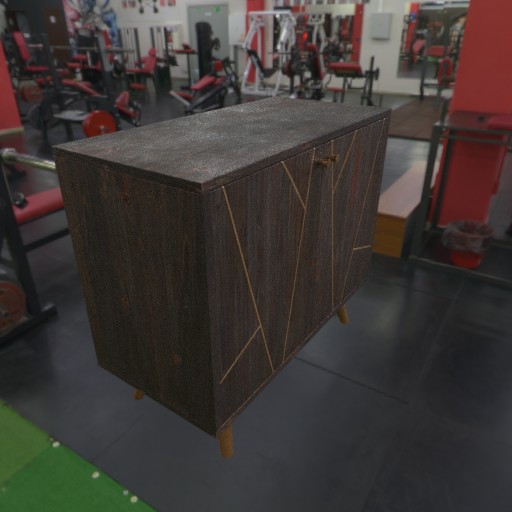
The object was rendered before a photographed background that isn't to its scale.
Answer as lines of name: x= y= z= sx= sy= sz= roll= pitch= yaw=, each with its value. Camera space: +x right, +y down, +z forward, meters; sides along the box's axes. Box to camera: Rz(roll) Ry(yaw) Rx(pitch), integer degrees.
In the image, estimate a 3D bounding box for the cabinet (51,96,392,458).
cabinet: x=0.000 y=0.000 z=1.546 sx=0.529 sy=0.897 sz=1.023 roll=18 pitch=33 yaw=31
